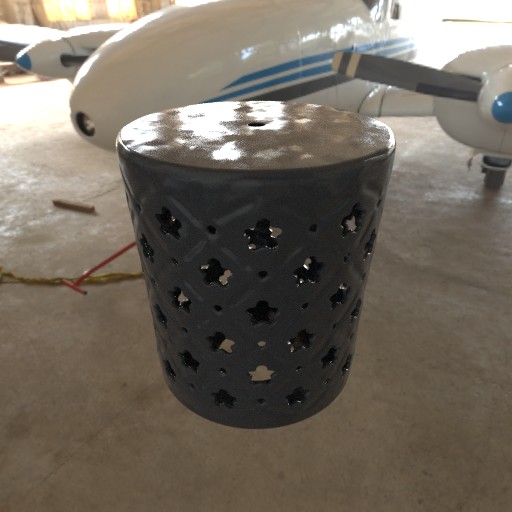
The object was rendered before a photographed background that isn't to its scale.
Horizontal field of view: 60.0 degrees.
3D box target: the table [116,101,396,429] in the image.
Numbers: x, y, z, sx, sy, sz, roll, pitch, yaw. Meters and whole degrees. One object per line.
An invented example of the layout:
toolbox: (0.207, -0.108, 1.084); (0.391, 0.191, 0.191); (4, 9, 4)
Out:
table: (0.000, 0.000, 0.662); (0.352, 0.387, 0.352); (0, 30, 0)
